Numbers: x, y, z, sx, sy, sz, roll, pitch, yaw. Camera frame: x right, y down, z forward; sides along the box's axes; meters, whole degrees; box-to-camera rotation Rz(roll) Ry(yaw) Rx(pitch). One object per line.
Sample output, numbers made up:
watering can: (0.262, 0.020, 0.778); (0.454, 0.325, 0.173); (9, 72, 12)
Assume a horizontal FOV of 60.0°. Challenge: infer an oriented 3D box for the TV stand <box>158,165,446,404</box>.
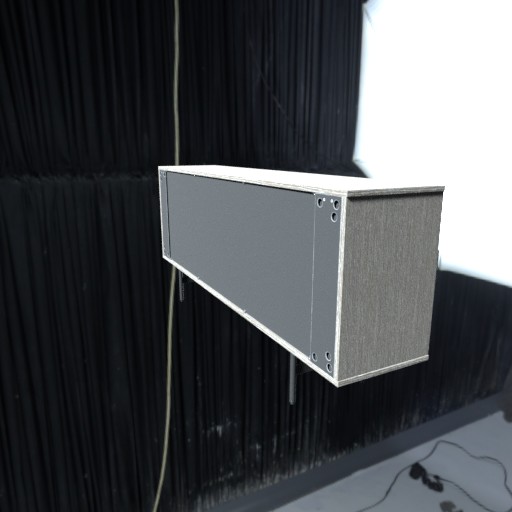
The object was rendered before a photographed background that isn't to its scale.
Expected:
TV stand: (0.000, 0.000, 2.121); (0.405, 0.787, 1.804); (-7, 15, -27)
